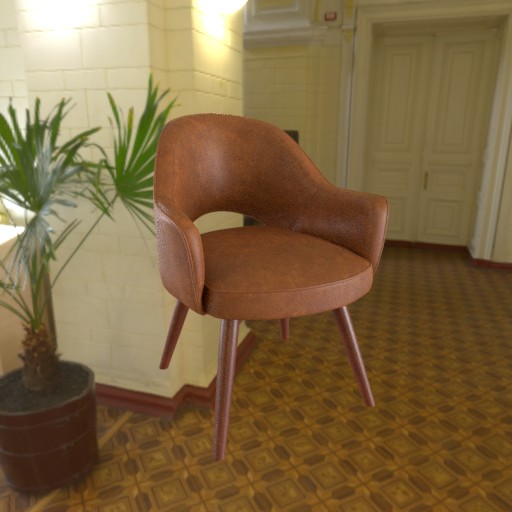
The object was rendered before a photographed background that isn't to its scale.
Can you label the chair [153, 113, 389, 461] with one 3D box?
[{"bbox_3d":[0.000,0.000,1.231,0.591,0.777,0.640,-8,18,-26],"label":"chair"}]
